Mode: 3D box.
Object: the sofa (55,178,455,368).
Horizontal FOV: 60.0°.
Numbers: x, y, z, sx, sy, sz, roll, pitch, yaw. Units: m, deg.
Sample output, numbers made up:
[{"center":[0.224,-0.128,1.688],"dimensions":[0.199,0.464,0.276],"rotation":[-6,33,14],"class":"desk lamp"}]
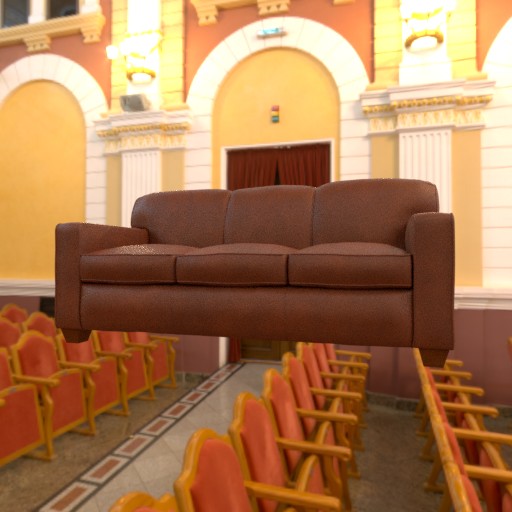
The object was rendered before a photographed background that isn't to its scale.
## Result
[{"center":[0.000,0.000,2.554],"dimensions":[2.039,0.953,1.008],"rotation":[0,0,17],"class":"sofa"}]
